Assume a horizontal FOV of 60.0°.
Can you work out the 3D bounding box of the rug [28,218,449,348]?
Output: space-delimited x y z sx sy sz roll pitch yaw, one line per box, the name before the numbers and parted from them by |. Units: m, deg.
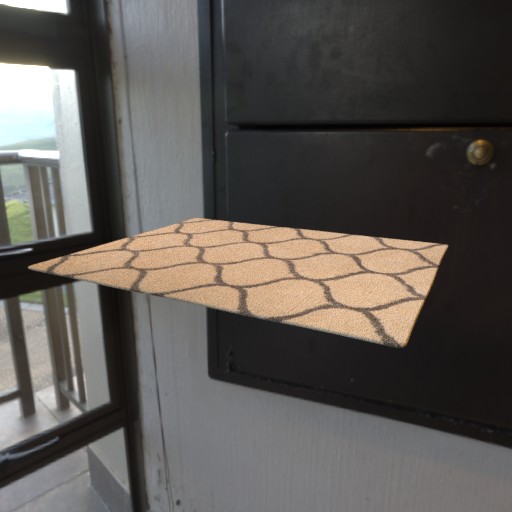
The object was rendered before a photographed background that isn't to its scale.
rug | 0.000 0.000 3.981 3.000 0.026 2.399 8 18 27
